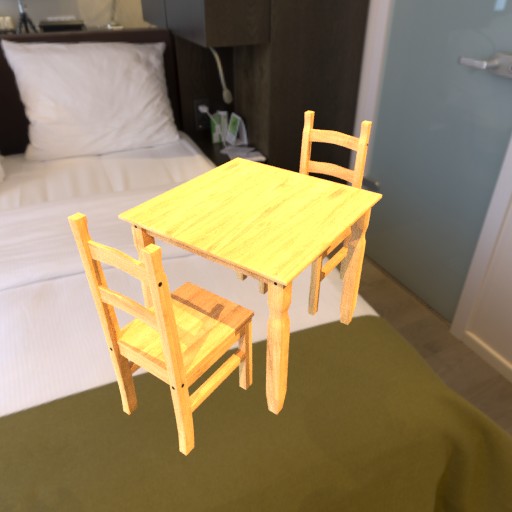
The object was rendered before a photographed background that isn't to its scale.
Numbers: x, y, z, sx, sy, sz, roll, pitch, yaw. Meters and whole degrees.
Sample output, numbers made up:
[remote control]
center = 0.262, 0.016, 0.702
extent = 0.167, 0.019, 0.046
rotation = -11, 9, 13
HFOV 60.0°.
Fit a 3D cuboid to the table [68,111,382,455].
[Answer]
[table]
center = 0.000, 0.000, 2.047
extent = 0.813, 0.942, 1.501
rotation = 21, 38, 29
